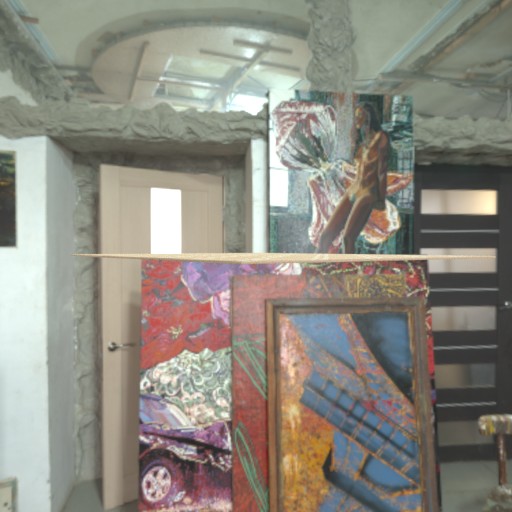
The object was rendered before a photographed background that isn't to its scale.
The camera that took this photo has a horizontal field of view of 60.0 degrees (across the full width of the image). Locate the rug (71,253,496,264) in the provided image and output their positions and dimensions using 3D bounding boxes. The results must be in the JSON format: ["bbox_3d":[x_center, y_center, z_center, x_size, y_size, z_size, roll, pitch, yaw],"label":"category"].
[{"bbox_3d":[0.000,0.000,3.770,2.288,0.018,2.895,-1,1,-36],"label":"rug"}]
